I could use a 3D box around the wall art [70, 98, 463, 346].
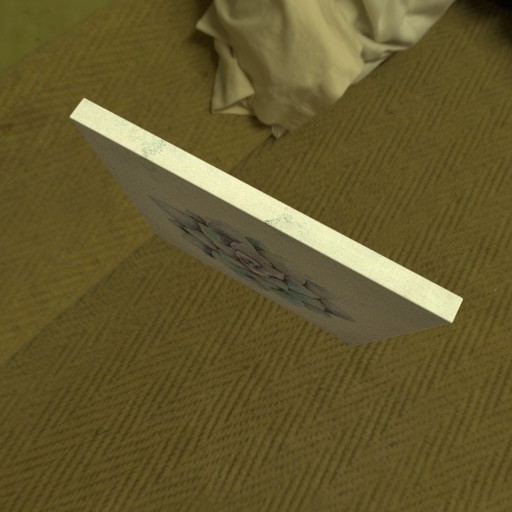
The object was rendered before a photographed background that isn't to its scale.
[{"bbox_3d":[0.000,0.000,0.916,0.612,0.612,0.040,29,78,7],"label":"wall art"}]
